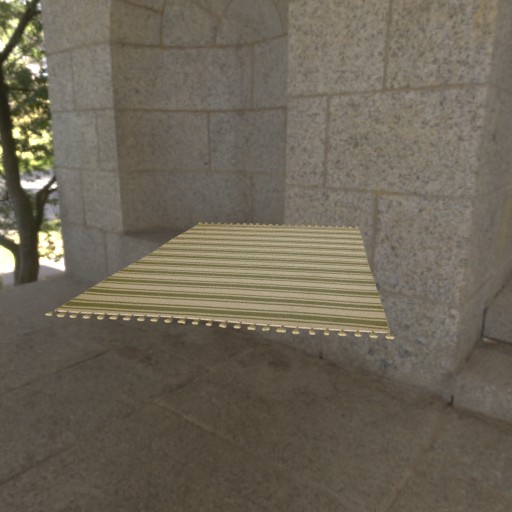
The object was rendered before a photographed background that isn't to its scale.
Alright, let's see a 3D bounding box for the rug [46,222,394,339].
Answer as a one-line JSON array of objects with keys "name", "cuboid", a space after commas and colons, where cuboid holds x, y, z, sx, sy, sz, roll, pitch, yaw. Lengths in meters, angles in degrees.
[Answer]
[{"name": "rug", "cuboid": [0.000, 0.000, 2.320, 1.162, 0.013, 1.875, 2, 14, 9]}]
